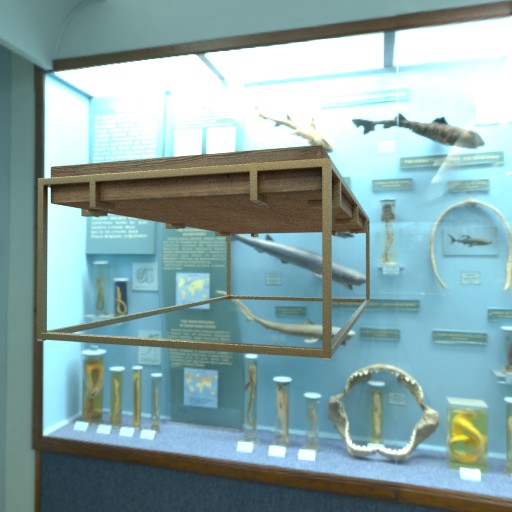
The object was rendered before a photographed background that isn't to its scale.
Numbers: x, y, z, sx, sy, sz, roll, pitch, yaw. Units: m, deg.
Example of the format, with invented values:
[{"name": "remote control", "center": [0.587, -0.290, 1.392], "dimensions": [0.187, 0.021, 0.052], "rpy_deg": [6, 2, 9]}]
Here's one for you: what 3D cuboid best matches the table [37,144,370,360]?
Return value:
[{"name": "table", "center": [0.000, 0.000, 1.718], "dimensions": [0.775, 0.468, 1.387], "rpy_deg": [0, -1, 18]}]
